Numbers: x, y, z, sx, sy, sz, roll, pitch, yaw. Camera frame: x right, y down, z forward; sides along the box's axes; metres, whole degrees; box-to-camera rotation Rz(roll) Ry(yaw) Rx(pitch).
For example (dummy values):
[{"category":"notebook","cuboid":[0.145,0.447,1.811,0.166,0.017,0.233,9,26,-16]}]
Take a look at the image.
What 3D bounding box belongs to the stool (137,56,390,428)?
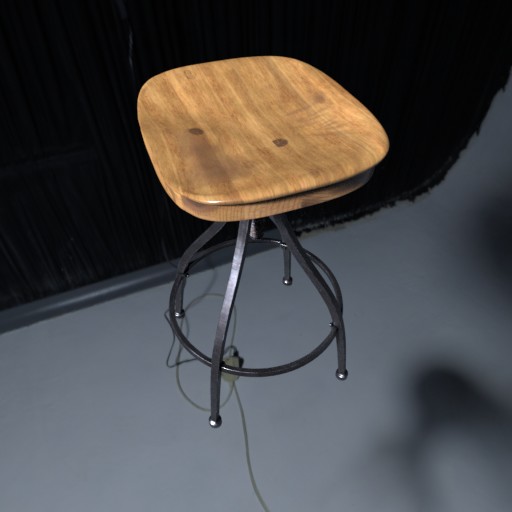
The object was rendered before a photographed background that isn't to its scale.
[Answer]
[{"category":"stool","cuboid":[0.000,0.000,0.979,0.424,0.694,0.432,-16,48,-15]}]
